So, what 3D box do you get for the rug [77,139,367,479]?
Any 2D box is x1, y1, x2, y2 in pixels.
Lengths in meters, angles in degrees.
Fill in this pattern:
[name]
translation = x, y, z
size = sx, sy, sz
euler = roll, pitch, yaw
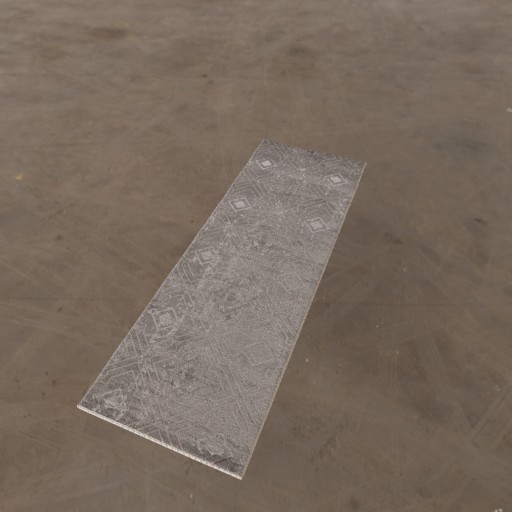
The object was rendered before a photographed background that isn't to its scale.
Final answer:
[rug]
translation = 0.000, 0.000, 2.686
size = 0.832, 0.035, 2.381
euler = 17, 50, 15
